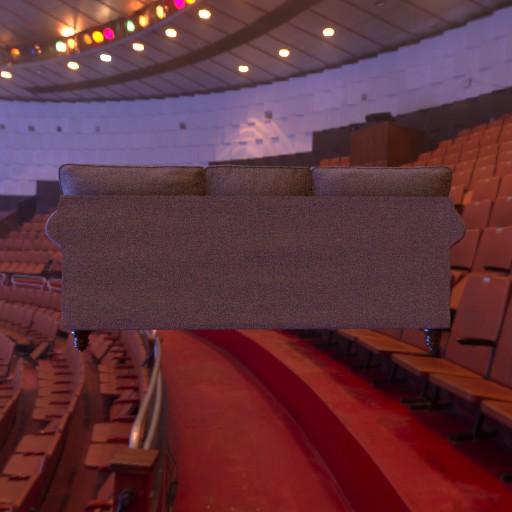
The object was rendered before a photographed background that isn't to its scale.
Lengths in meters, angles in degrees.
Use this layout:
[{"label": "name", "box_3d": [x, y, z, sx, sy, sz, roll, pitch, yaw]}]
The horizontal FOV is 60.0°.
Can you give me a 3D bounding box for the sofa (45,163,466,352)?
[{"label": "sofa", "box_3d": [0.000, 0.000, 2.611, 2.084, 0.961, 0.916, 0, -1, -2]}]
